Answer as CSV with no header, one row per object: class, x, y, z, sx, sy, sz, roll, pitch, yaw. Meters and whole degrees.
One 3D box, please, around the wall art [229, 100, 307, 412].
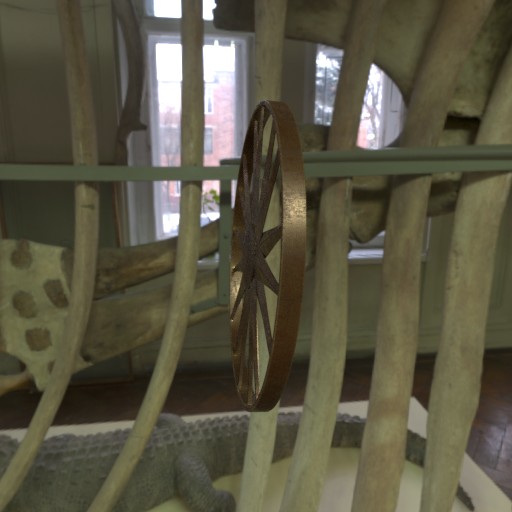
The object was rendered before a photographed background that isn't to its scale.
wall art,0.000,0.000,0.877,0.084,0.583,0.582,-2,13,-9
